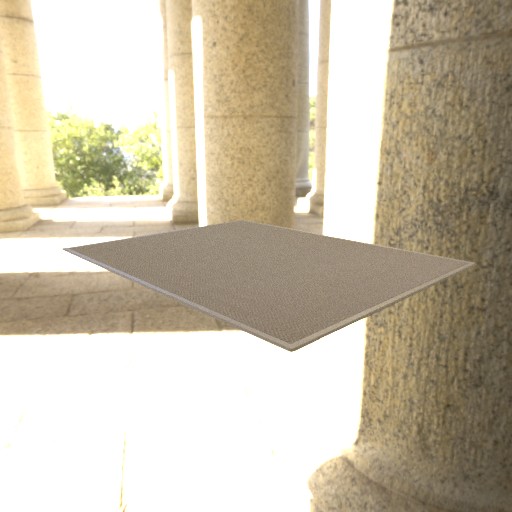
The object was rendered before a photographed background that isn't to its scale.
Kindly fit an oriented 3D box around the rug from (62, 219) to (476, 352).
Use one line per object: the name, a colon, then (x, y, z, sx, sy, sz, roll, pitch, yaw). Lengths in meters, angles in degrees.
rug: (0.000, 0.000, 4.105, 2.407, 0.020, 3.051, -13, 20, -42)
